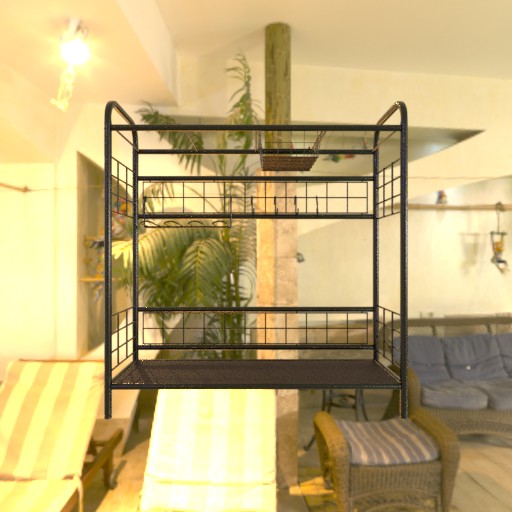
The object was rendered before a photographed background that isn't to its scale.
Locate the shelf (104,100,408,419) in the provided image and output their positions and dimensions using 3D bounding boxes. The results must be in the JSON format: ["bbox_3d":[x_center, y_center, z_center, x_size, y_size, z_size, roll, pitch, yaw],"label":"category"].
[{"bbox_3d":[0.000,0.000,1.567,0.961,1.026,0.350,0,0,0],"label":"shelf"}]
